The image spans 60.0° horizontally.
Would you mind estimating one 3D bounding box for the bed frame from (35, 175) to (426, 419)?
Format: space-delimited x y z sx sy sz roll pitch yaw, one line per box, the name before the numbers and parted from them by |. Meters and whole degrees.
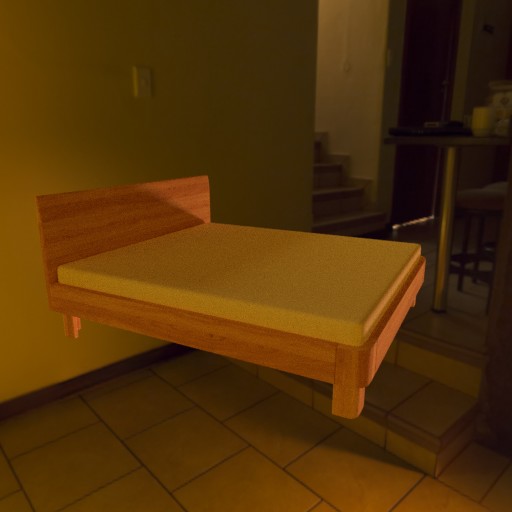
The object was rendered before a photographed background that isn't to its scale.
bed frame | 0.000 0.000 3.171 2.092 0.940 1.872 8 17 27
